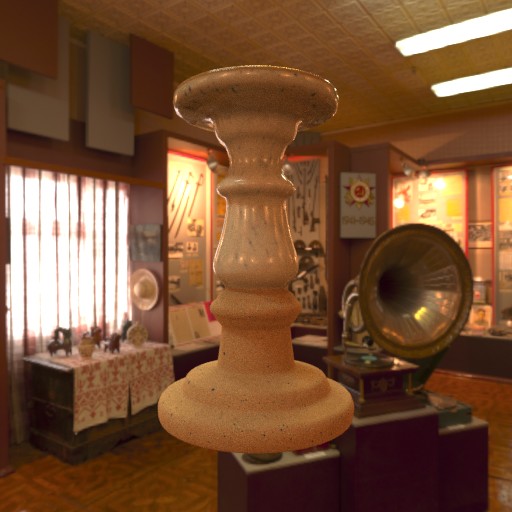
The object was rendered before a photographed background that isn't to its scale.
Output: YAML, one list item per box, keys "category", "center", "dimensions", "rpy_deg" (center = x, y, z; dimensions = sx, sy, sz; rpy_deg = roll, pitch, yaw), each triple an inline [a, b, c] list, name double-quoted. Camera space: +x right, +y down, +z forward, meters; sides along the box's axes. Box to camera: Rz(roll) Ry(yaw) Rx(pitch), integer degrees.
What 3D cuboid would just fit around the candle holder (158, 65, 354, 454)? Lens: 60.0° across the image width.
- category: "candle holder"
  center: [0.000, 0.000, 0.284]
  dimensions: [0.123, 0.202, 0.123]
  rpy_deg: [0, 0, 0]
